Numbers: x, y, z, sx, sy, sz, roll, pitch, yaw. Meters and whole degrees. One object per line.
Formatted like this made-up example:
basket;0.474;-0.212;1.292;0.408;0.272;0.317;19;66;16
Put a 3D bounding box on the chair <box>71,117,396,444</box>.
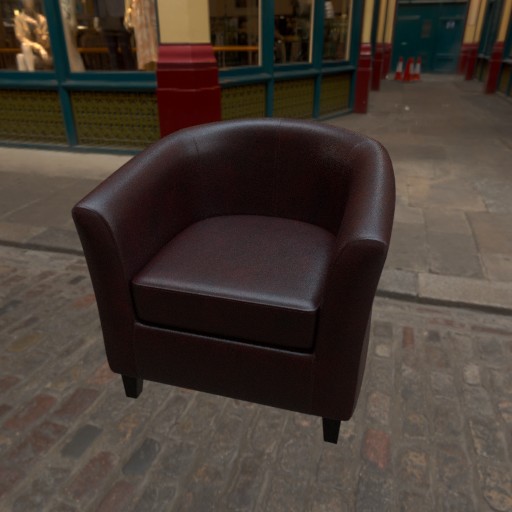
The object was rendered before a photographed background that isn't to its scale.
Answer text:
chair;0.000;0.000;1.422;0.792;0.756;0.727;7;27;14
